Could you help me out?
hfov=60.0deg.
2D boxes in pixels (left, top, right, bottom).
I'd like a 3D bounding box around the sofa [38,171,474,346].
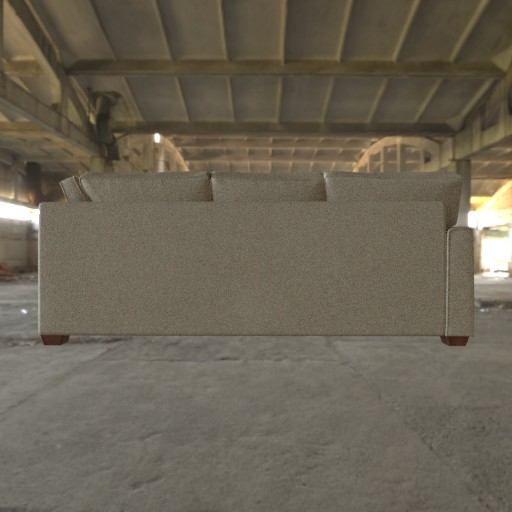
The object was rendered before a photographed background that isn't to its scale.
[{"bbox_3d":[0.000,0.000,2.849,2.317,0.962,1.061,0,0,1],"label":"sofa"}]
